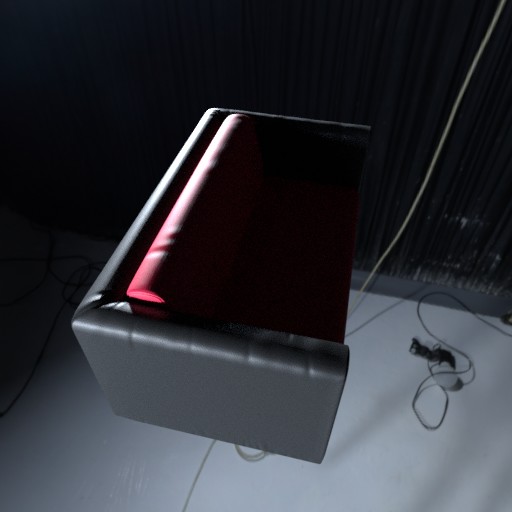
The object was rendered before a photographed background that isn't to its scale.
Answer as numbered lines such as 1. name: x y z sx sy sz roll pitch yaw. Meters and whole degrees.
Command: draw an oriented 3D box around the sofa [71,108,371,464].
1. sofa: 0.000 0.000 1.955 0.845 0.735 1.410 9 46 9
